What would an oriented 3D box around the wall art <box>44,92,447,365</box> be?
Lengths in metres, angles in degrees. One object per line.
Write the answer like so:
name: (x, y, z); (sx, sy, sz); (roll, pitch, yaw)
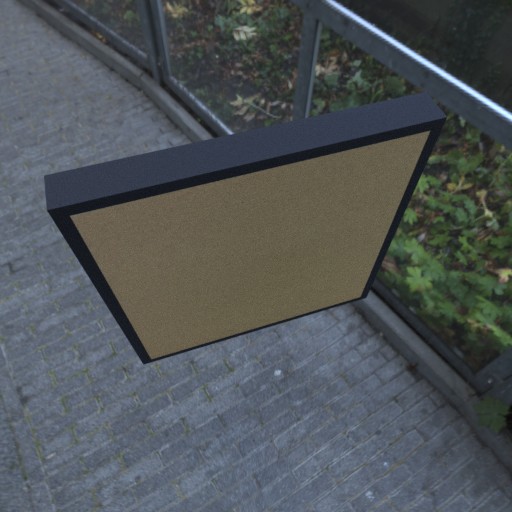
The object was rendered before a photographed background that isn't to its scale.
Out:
wall art: (0.000, 0.000, 0.458); (0.305, 0.304, 0.033); (-15, 58, -10)
